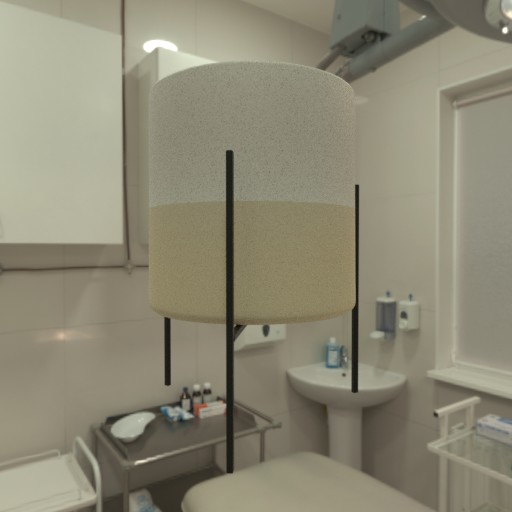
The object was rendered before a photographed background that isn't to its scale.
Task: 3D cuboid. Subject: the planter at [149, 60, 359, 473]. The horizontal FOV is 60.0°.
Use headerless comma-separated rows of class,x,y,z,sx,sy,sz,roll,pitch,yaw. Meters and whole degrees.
planter,0.000,0.000,0.541,0.267,0.362,0.263,-1,2,-35
